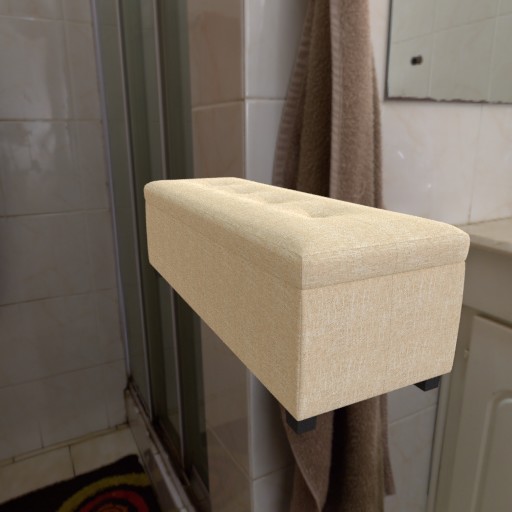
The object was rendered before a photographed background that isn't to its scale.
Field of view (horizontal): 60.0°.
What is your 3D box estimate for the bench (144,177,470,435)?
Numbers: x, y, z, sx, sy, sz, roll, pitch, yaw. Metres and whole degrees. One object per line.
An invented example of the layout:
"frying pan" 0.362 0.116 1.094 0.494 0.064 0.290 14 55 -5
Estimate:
"bench" 0.000 0.000 1.417 0.432 0.406 1.219 -8 17 -25
